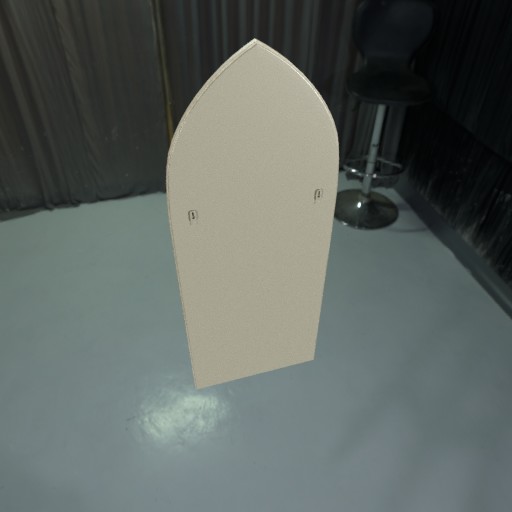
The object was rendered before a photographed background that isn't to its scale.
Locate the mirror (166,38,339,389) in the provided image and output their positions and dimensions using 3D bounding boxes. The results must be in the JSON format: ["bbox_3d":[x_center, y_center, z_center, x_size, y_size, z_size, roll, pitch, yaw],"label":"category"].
[{"bbox_3d":[0.000,0.000,1.293,0.464,1.175,0.025,-11,42,-12],"label":"mirror"}]
